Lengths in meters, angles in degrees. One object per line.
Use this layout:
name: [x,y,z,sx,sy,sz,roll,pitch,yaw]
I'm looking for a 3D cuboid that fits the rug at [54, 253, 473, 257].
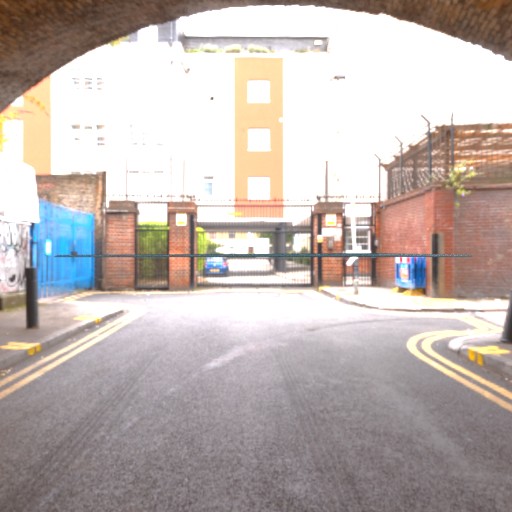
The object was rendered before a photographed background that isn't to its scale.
rug: [0.000,0.000,2.320,1.833,0.012,1.211,0,0,38]
